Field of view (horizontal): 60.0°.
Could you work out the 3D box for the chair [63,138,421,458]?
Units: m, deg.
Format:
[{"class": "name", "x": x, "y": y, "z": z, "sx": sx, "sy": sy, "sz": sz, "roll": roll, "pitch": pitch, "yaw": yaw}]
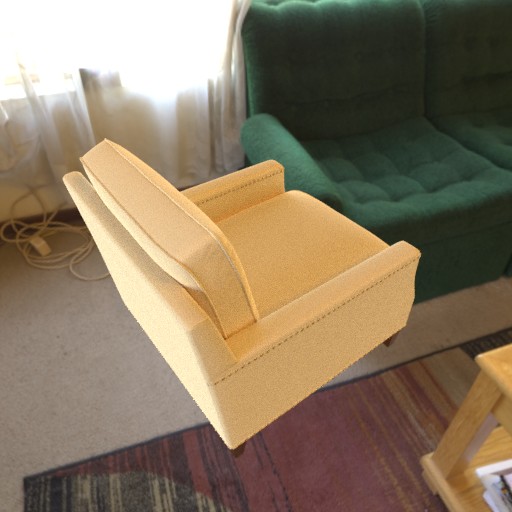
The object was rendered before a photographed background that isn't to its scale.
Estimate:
[{"class": "chair", "x": 0.000, "y": 0.000, "z": 1.685, "sx": 1.014, "sy": 0.943, "sz": 0.853, "roll": -26, "pitch": 47, "yaw": -27}]
